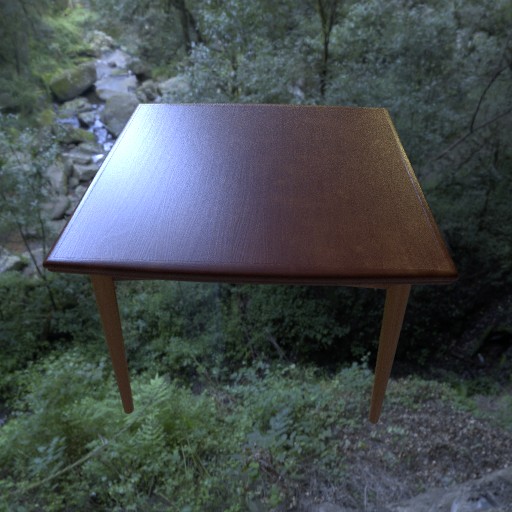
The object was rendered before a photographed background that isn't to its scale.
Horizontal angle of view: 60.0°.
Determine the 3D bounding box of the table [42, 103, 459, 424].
[{"bbox_3d":[0.000,0.000,1.641,0.991,0.754,0.991,2,42,2],"label":"table"}]
